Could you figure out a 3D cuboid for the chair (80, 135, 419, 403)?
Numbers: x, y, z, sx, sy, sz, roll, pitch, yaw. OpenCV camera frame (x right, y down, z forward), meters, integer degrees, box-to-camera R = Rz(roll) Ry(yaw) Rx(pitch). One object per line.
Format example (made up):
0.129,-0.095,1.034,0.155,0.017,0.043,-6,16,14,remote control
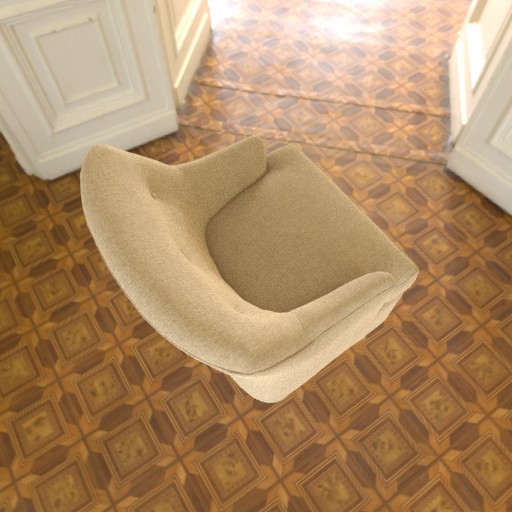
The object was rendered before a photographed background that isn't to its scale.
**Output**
0.000,0.000,1.599,0.923,0.856,0.864,-31,64,-17,chair
